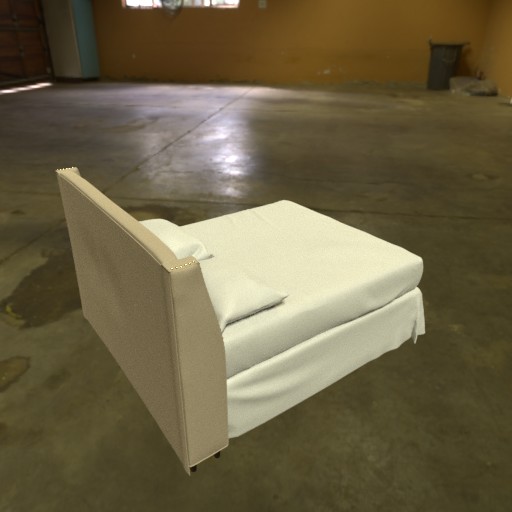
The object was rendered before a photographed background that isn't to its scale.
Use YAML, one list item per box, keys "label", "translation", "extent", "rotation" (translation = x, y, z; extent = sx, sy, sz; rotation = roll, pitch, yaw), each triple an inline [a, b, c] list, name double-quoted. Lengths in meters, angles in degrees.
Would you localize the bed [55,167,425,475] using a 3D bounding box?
- label: "bed"
  translation: [0.000, 0.000, 3.413]
  extent: [2.276, 1.332, 1.925]
  rotation: [-18, 32, -31]
